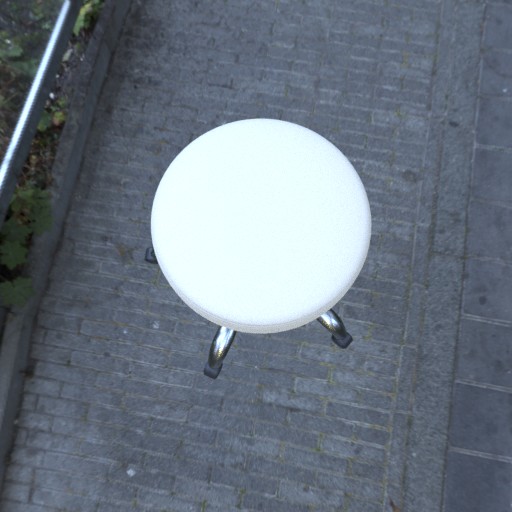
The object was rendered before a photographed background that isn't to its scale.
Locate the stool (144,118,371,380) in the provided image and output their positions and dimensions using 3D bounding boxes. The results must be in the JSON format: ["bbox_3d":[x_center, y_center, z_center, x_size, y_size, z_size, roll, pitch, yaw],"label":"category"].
[{"bbox_3d":[0.000,0.000,1.045,0.634,0.482,0.614,24,77,6],"label":"stool"}]
